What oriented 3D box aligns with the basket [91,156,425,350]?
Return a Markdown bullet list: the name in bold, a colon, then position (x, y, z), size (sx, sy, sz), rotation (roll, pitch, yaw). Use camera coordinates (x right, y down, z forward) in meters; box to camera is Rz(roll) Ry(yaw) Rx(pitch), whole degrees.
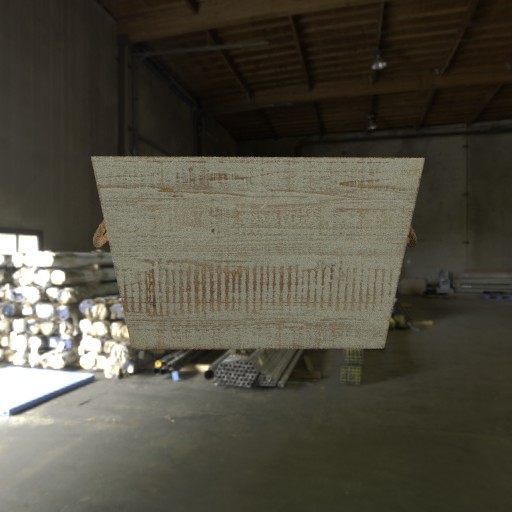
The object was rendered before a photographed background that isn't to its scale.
- **basket**: position (0.000, 0.000, 0.754), size (0.545, 0.247, 0.413), rotation (0, 0, -1)
